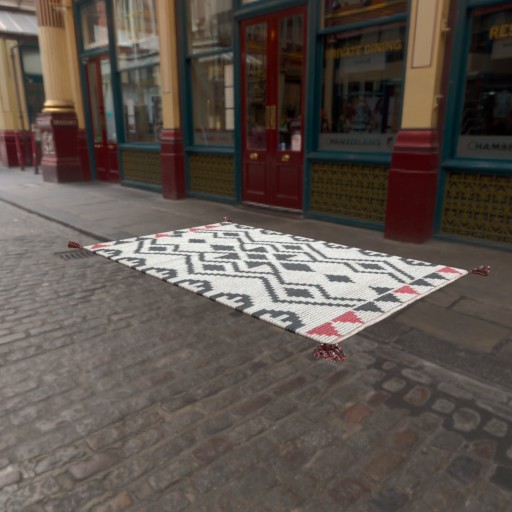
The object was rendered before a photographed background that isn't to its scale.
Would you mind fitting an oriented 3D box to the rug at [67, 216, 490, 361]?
[{"bbox_3d":[0.000,0.000,3.226,1.741,0.066,2.672,-14,21,-43],"label":"rug"}]
